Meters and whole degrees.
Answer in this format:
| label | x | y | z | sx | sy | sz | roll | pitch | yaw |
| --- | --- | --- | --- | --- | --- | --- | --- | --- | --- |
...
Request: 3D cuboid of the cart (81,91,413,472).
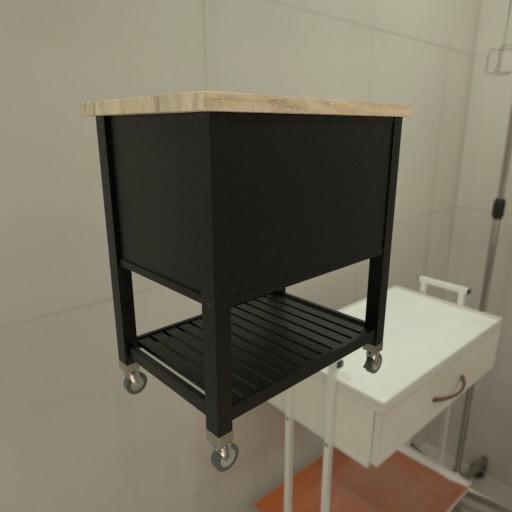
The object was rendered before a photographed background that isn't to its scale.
| label | x | y | z | sx | sy | sz | roll | pitch | yaw |
| --- | --- | --- | --- | --- | --- | --- | --- | --- | --- |
| cart | 0.000 | 0.000 | 1.415 | 0.797 | 0.920 | 0.567 | -15 | 22 | -41 |
